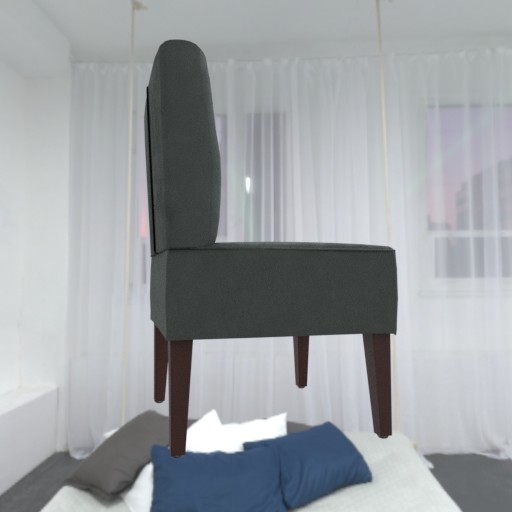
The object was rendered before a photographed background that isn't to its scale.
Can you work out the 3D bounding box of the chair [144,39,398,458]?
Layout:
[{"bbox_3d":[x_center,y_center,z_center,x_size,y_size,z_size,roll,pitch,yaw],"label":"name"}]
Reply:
[{"bbox_3d":[0.000,0.000,1.128,0.554,0.806,0.521,1,-2,-17],"label":"chair"}]
